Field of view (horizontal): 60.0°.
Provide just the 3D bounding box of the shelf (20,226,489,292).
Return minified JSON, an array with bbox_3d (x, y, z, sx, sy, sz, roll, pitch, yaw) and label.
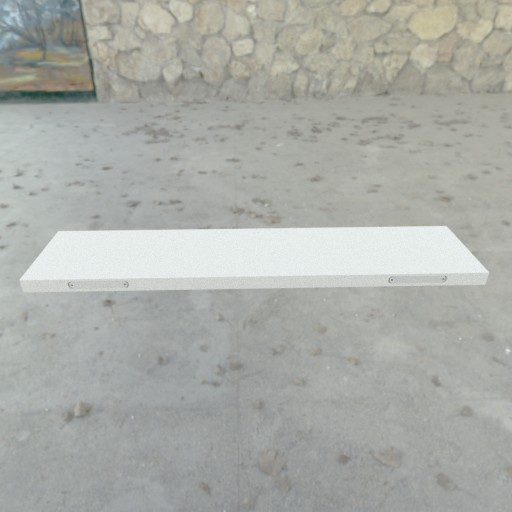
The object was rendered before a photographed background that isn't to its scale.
[{"bbox_3d":[0.000,0.000,0.640,0.610,0.020,0.140,-1,30,-2],"label":"shelf"}]
